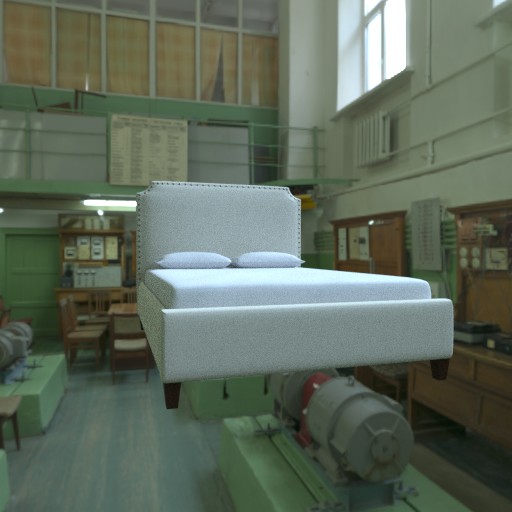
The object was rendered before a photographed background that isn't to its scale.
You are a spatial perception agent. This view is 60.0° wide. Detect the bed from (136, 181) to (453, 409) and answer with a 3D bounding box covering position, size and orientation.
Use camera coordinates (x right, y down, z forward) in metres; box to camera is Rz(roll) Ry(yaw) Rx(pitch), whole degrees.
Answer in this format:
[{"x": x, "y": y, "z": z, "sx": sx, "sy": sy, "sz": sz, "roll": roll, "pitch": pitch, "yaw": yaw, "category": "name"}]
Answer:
[{"x": 0.000, "y": 0.000, "z": 3.455, "sx": 1.712, "sy": 1.443, "sz": 2.372, "roll": 0, "pitch": 1, "yaw": -18, "category": "bed"}]
